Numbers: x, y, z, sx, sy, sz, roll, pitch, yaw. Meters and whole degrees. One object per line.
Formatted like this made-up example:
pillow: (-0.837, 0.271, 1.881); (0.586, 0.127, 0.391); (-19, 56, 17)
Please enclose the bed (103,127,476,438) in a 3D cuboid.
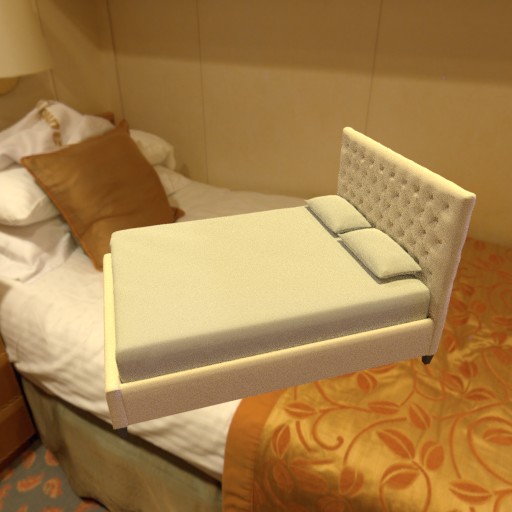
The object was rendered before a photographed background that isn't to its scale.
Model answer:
bed: (0.000, 0.000, 3.467); (2.387, 1.427, 1.698); (-9, 32, -14)
